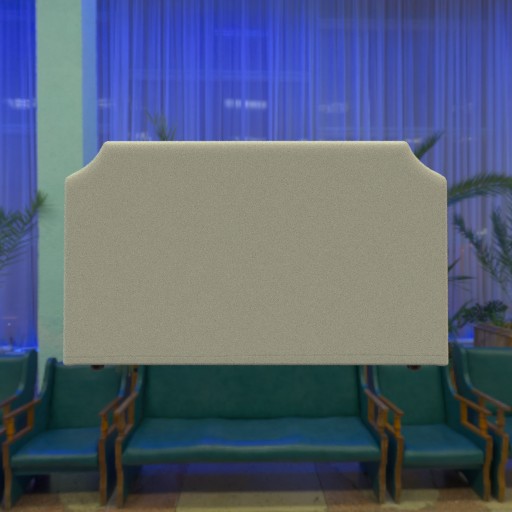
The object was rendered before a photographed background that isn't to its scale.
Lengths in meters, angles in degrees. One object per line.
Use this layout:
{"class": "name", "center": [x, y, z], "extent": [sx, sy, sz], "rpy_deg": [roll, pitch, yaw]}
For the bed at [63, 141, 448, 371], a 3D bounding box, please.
{"class": "bed", "center": [0.000, 0.000, 3.555], "extent": [2.160, 1.301, 2.204], "rpy_deg": [0, 0, 0]}
